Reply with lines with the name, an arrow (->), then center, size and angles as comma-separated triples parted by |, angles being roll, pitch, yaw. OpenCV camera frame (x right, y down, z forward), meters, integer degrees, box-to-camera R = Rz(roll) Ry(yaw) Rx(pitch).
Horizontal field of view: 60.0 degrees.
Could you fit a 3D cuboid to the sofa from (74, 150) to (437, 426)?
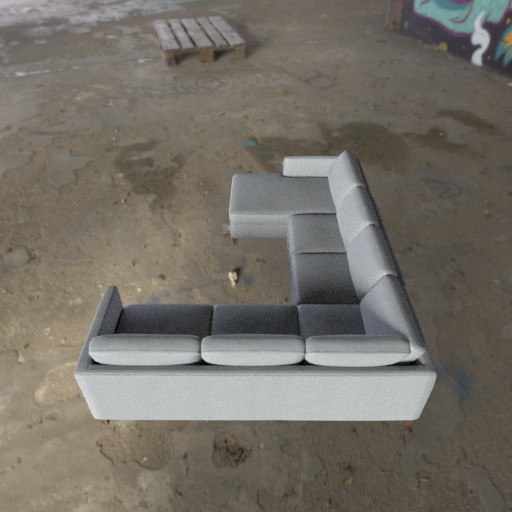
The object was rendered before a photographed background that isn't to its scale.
sofa -> 0.000, 0.000, 4.431 | 2.551, 0.853, 3.238 | 0, 40, 0
